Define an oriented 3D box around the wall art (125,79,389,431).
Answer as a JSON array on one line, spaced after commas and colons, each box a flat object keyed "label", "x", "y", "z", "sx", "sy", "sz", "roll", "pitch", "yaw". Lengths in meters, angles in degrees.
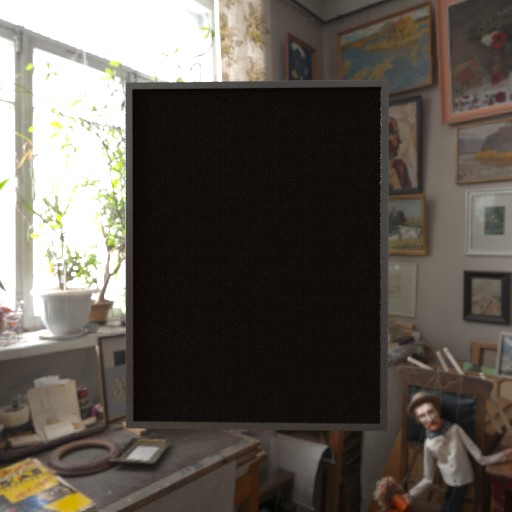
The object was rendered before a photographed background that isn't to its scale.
[{"label": "wall art", "x": 0.000, "y": 0.000, "z": 1.366, "sx": 0.801, "sy": 1.062, "sz": 0.037, "roll": 0, "pitch": 1, "yaw": 2}]
